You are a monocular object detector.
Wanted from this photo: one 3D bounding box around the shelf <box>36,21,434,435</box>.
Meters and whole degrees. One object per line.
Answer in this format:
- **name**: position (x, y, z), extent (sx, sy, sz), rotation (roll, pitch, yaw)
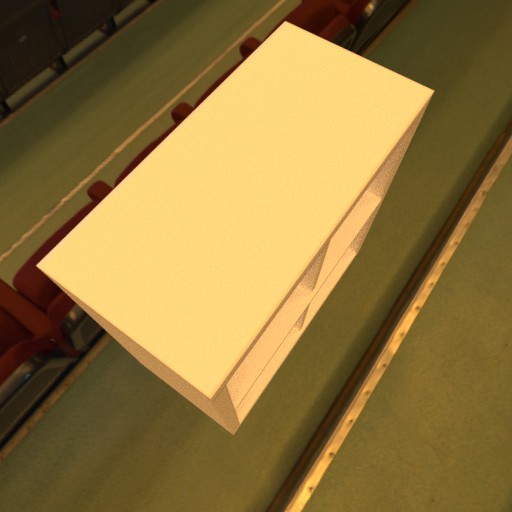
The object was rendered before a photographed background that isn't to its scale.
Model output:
- **shelf**: position (0.000, 0.000, 1.226), extent (0.390, 0.786, 0.790), rotation (33, 69, 15)
